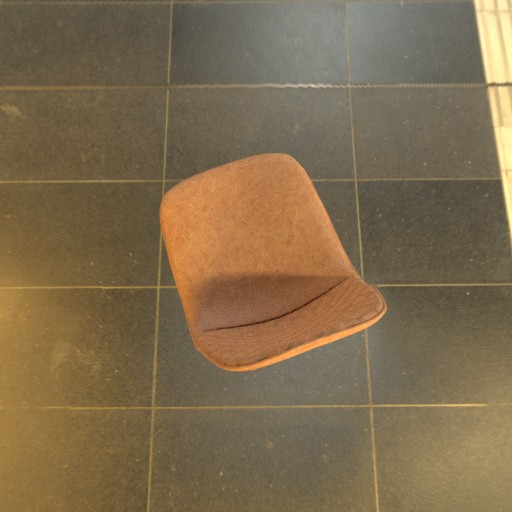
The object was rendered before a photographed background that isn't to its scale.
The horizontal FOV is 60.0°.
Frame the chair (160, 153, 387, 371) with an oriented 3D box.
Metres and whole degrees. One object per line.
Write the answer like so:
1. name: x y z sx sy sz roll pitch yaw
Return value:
1. chair: 0.000 0.000 1.207 0.472 0.889 0.561 -19 77 -5
